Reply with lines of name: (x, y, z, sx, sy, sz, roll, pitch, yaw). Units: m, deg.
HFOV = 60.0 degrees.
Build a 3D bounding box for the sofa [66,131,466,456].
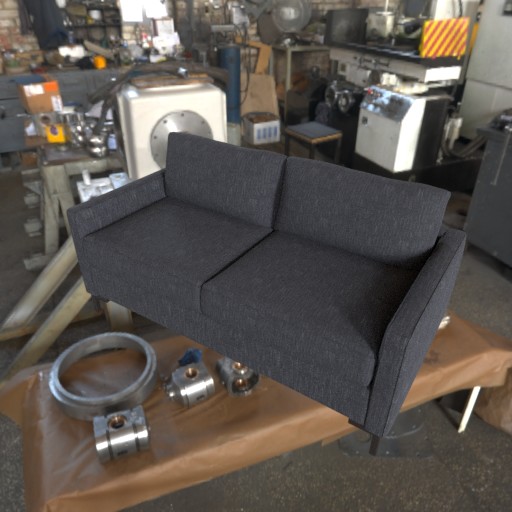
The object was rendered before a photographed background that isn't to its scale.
sofa: (0.000, 0.000, 2.156, 1.716, 0.862, 0.866, 19, 36, 28)
